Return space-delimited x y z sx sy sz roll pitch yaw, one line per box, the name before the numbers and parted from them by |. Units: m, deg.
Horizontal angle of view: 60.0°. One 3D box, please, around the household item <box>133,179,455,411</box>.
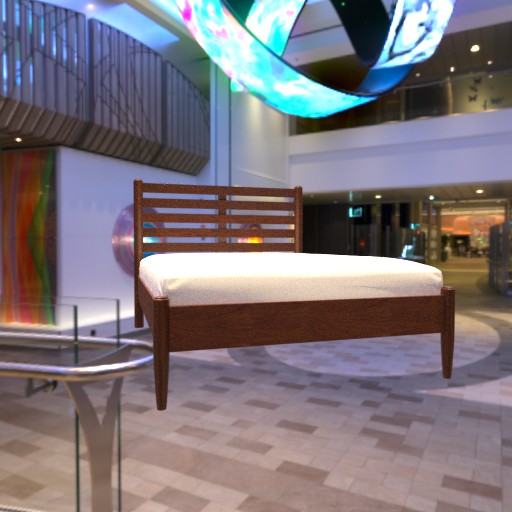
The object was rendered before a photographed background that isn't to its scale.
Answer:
household item | 0.000 0.000 3.274 1.663 1.356 2.232 0 2 -17
